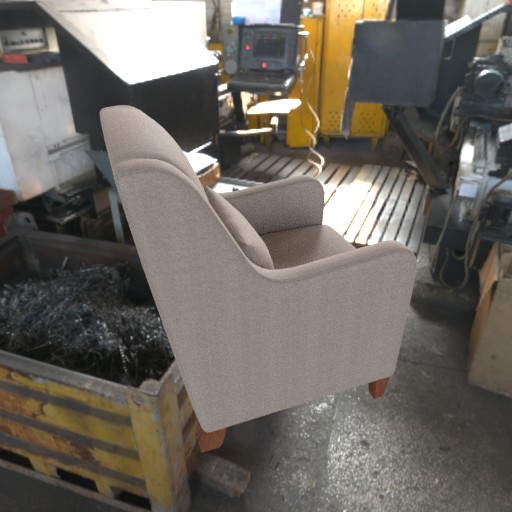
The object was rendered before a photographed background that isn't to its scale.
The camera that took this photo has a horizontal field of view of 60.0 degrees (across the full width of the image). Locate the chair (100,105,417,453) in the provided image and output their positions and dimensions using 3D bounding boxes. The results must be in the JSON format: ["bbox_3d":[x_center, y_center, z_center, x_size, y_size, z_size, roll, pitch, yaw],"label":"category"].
[{"bbox_3d":[0.000,0.000,1.586,0.890,1.017,0.715,-10,32,-17],"label":"chair"}]
